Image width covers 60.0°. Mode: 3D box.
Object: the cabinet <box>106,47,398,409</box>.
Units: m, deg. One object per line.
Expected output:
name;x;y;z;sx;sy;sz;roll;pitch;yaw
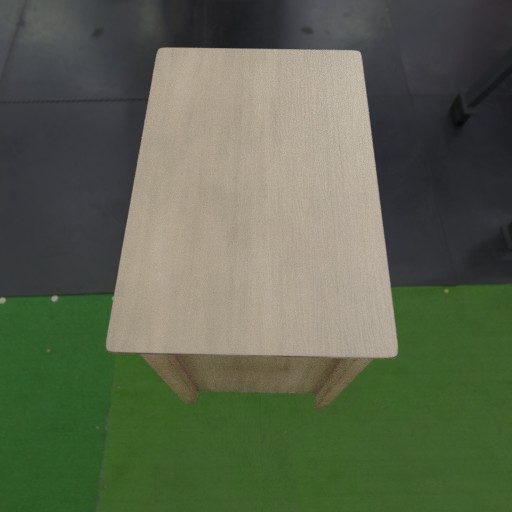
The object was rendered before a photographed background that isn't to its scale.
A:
cabinet;0.000;0.000;1.262;0.503;0.762;0.763;1;63;1
